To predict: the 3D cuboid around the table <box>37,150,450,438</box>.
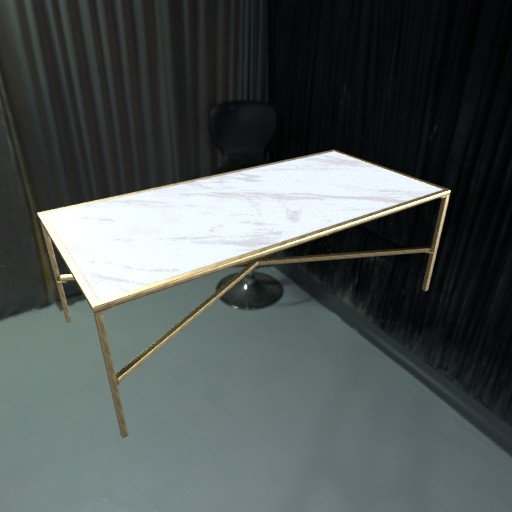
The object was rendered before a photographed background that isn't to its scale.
[{"bbox_3d":[0.000,0.000,1.511,1.197,0.405,0.577,-18,34,-29],"label":"table"}]
